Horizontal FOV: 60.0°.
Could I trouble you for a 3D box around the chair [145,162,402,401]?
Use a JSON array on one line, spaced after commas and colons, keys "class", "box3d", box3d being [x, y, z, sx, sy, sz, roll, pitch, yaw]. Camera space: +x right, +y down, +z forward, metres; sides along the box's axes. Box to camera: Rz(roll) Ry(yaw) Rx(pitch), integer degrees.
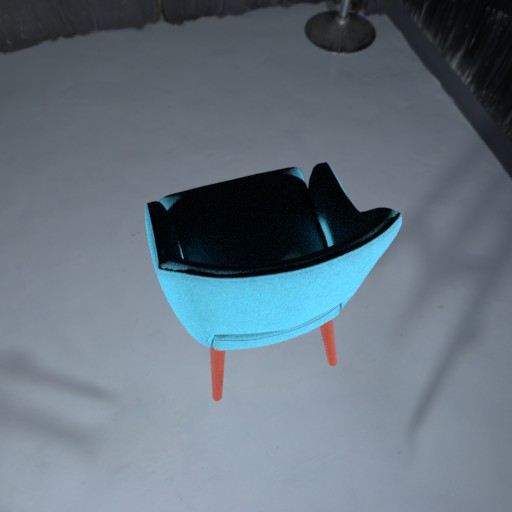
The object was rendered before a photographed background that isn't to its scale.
[{"class": "chair", "box3d": [0.000, 0.000, 1.240, 0.548, 0.849, 0.605, -14, 60, -8]}]
